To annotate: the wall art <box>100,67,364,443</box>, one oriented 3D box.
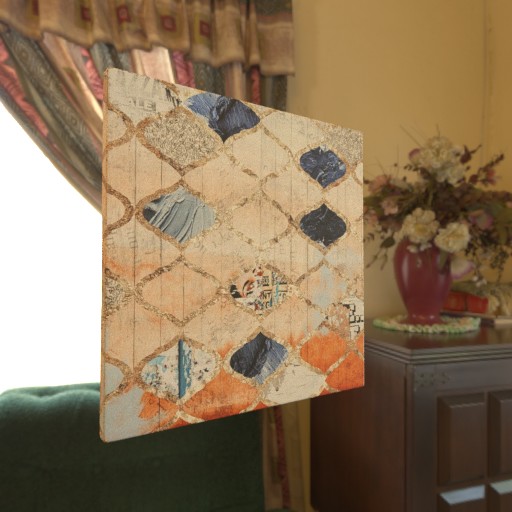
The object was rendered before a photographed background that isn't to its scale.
[{"bbox_3d":[0.000,0.000,1.346,0.912,0.914,0.039,1,-2,-35],"label":"wall art"}]
